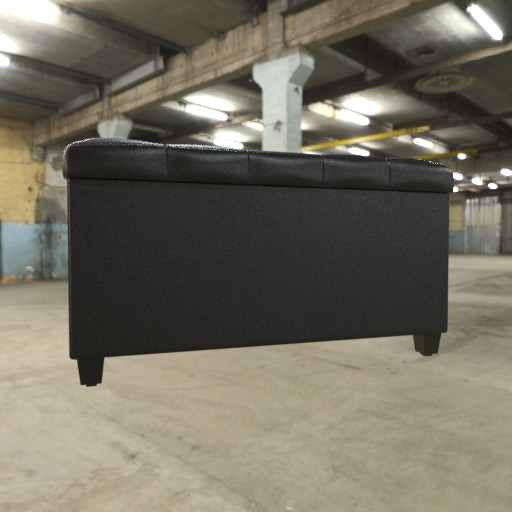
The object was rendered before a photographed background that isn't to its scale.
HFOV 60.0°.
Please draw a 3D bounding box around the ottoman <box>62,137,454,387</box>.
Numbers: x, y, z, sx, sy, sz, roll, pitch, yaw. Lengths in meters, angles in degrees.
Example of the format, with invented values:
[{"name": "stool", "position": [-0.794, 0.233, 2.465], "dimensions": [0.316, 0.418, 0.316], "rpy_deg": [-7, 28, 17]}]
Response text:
[{"name": "ottoman", "position": [0.000, 0.000, 1.095], "dimensions": [0.838, 0.470, 0.432], "rpy_deg": [-1, 2, -17]}]
